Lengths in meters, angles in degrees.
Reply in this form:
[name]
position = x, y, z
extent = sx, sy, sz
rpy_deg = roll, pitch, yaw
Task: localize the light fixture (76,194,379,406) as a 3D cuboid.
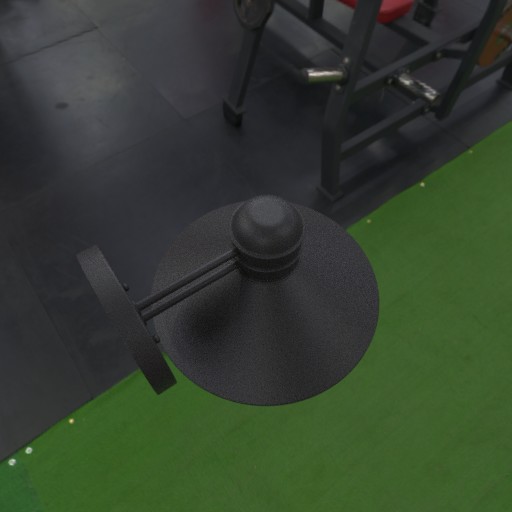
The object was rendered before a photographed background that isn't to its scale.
[light fixture]
position = 0.000, 0.000, 0.662
extent = 0.434, 0.265, 0.396
rpy_deg = -30, 63, -17
